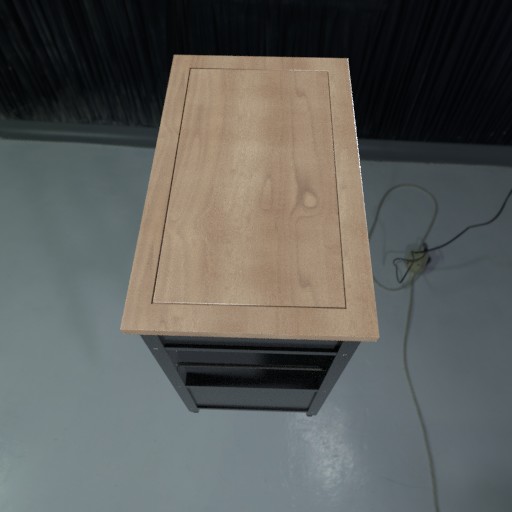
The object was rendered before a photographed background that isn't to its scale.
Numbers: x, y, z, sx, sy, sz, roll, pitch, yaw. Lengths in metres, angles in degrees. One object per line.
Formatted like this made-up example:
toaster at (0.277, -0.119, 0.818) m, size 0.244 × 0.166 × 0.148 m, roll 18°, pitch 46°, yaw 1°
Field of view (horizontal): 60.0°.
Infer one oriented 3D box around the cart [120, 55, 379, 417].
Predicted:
cart at (0.000, 0.000, 1.379) m, size 0.459 × 0.901 × 0.840 m, roll 2°, pitch 60°, yaw 1°
